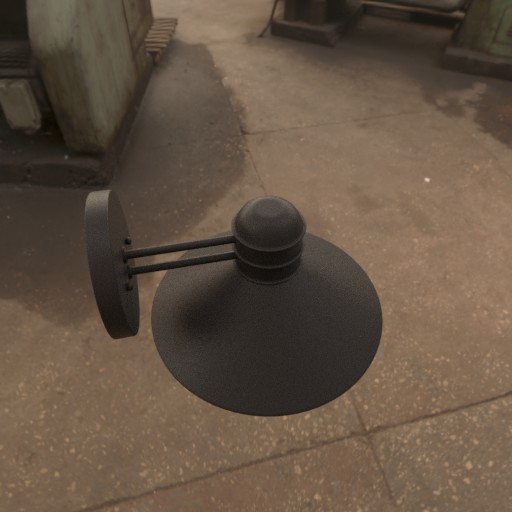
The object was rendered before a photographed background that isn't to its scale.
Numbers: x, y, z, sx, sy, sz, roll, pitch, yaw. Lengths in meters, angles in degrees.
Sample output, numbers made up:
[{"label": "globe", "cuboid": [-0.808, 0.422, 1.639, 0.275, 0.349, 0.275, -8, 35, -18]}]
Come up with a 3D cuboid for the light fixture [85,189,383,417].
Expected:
[{"label": "light fixture", "cuboid": [0.000, 0.000, 0.676, 0.434, 0.265, 0.396, -9, 47, -8]}]
